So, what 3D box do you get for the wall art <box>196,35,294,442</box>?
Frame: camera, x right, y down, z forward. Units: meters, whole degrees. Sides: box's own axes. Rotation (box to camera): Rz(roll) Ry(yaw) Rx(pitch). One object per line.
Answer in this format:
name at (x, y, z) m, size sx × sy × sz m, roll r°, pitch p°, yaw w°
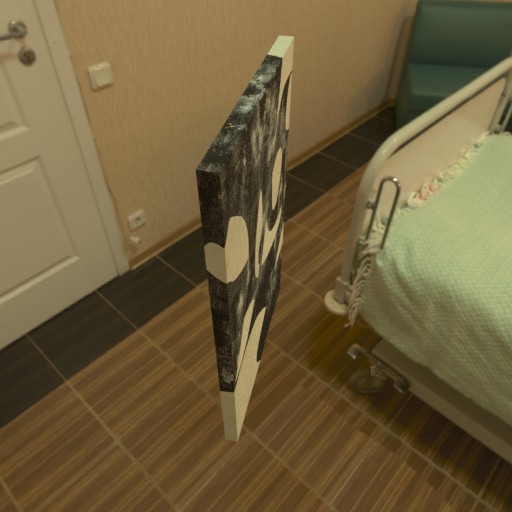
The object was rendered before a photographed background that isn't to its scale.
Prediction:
wall art at (0.000, 0.000, 1.181) m, size 0.041 × 0.915 × 0.610 m, roll 10°, pitch 45°, yaw 10°
